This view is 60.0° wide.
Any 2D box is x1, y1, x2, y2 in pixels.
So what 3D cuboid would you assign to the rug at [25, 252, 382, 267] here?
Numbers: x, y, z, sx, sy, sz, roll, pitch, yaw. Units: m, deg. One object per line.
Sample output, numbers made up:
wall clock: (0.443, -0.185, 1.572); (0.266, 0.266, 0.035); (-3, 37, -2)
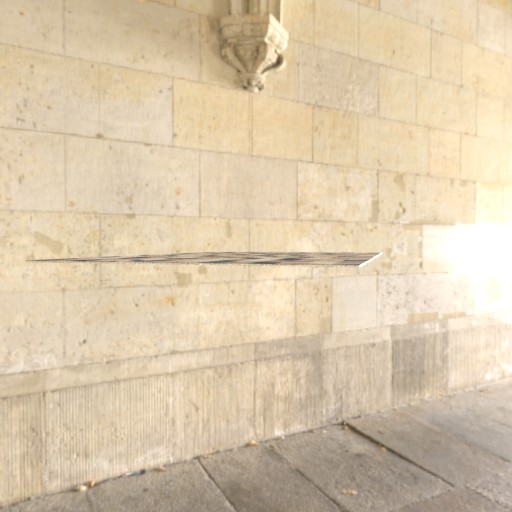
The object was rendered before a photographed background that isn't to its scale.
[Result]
rug: (0.000, 0.000, 2.292); (1.202, 0.006, 1.813); (1, 2, 18)
